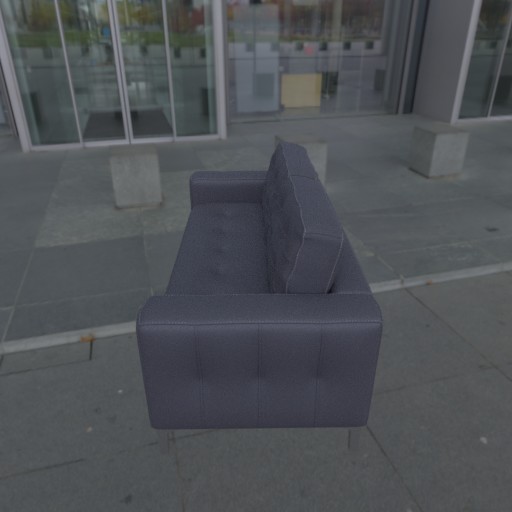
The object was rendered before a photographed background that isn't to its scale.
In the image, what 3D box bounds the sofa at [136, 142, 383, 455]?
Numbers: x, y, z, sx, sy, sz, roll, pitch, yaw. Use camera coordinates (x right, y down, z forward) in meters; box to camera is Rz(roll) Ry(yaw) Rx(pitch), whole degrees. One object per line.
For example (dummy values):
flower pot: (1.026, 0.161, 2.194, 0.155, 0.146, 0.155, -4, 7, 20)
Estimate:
sofa: (0.000, 0.000, 2.264, 0.833, 0.893, 1.726, 0, 28, -1)
